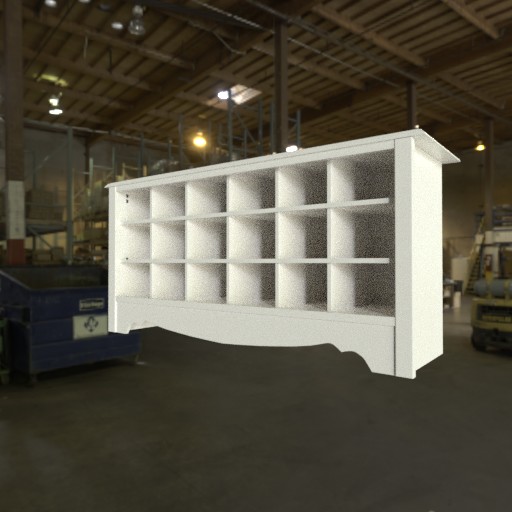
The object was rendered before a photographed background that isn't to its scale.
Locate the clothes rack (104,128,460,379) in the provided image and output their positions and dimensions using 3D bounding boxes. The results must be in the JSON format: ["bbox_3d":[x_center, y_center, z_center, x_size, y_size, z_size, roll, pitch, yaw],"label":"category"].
[{"bbox_3d":[0.000,0.000,1.386,1.120,0.531,0.324,-1,-1,37],"label":"clothes rack"}]
